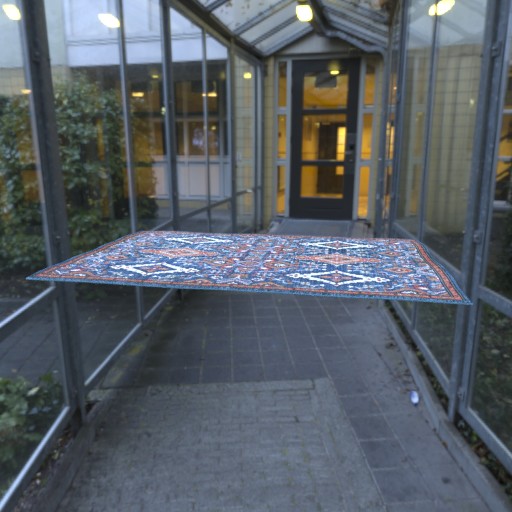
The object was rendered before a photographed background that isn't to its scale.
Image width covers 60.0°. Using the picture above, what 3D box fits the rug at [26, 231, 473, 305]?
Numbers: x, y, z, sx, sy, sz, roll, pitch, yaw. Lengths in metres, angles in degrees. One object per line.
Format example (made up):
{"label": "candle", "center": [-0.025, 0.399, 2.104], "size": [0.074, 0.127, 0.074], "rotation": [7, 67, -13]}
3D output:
{"label": "rug", "center": [0.000, 0.000, 2.345], "size": [1.847, 0.014, 1.195], "rotation": [2, 14, 10]}
